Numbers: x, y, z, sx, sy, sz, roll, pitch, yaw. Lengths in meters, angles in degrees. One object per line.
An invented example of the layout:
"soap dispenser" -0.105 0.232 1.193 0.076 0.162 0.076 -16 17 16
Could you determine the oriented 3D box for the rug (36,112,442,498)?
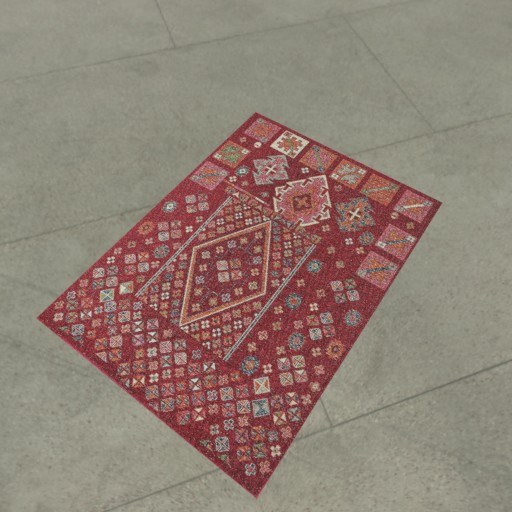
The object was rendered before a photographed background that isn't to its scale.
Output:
"rug" 0.000 0.000 2.800 1.579 0.007 2.184 31 63 18
